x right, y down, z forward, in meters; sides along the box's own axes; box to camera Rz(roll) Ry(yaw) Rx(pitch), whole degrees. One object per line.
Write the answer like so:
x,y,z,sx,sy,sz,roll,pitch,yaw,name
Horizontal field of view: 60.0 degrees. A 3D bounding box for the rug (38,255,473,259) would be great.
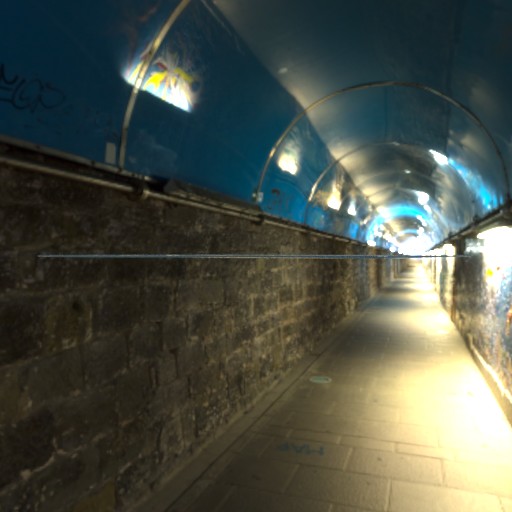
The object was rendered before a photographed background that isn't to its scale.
0.000,0.000,4.201,3.342,0.018,2.432,0,0,36,rug
